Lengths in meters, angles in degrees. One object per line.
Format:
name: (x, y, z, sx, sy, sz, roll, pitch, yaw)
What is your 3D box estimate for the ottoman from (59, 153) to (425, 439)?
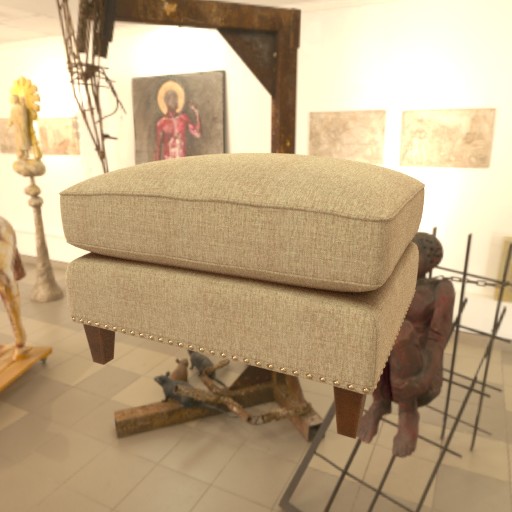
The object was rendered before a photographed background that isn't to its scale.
ottoman: (0.000, 0.000, 1.136, 0.741, 0.513, 0.584, 7, 17, 25)
